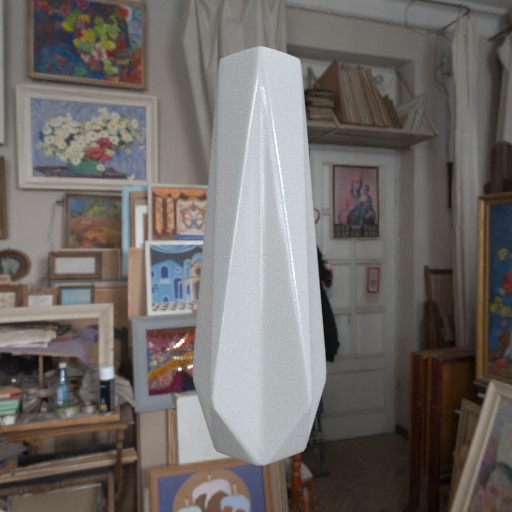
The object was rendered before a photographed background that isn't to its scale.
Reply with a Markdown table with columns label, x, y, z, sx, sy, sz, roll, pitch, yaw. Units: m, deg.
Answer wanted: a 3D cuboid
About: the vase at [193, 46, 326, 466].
| label | x | y | z | sx | sy | sz | roll | pitch | yaw |
| --- | --- | --- | --- | --- | --- | --- | --- | --- | --- |
| vase | 0.000 | 0.000 | 0.379 | 0.122 | 0.329 | 0.116 | 1 | 1 | 36 |
